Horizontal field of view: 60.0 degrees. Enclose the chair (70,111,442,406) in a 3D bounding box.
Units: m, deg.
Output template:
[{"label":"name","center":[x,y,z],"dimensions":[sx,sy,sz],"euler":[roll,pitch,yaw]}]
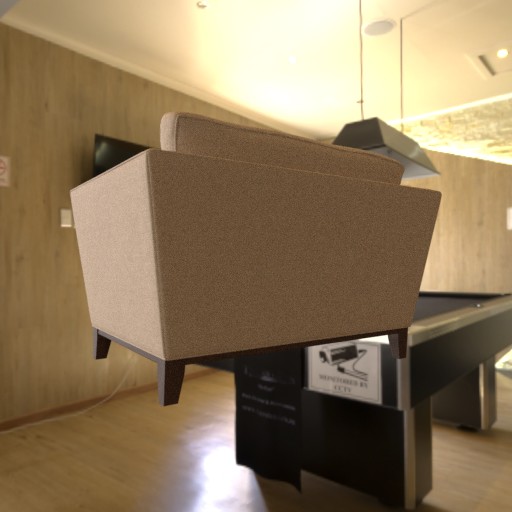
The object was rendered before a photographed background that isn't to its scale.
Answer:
[{"label":"chair","center":[0.000,0.000,2.008],"dimensions":[1.397,0.940,0.965],"euler":[0,0,-35]}]
